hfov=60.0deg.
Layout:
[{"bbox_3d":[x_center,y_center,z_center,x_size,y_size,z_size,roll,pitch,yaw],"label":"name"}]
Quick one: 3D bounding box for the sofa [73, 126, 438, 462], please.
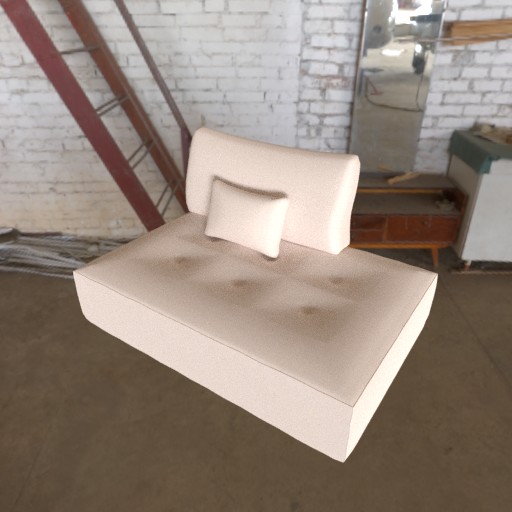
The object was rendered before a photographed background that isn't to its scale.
[{"bbox_3d":[0.000,0.000,2.074,1.450,0.820,1.000,19,35,30],"label":"sofa"}]
